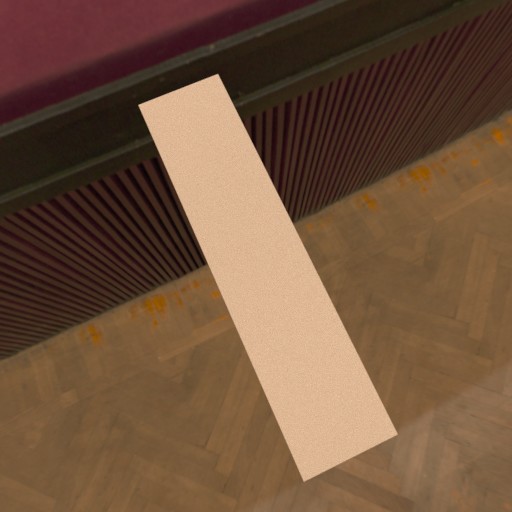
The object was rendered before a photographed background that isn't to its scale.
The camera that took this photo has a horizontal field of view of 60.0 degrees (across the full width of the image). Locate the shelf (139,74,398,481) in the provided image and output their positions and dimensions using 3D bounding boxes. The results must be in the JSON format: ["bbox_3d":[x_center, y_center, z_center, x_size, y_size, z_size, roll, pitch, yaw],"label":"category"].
[{"bbox_3d":[0.000,0.000,0.663,0.140,0.020,0.610,-24,77,-6],"label":"shelf"}]
